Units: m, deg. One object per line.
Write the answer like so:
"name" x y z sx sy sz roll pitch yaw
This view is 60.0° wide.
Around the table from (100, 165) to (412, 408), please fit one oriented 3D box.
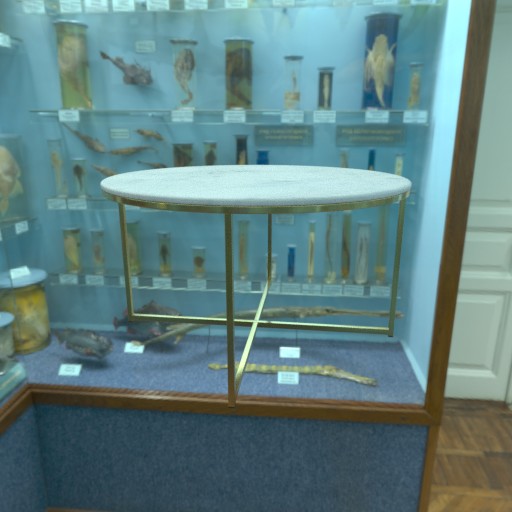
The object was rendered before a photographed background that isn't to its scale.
"table" 0.000 0.000 1.263 0.800 0.450 0.800 0 16 0
